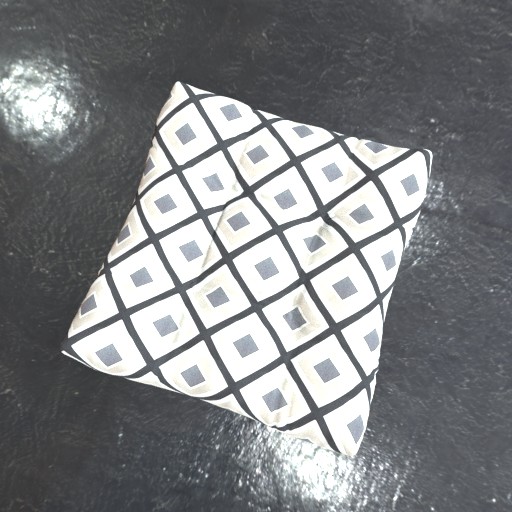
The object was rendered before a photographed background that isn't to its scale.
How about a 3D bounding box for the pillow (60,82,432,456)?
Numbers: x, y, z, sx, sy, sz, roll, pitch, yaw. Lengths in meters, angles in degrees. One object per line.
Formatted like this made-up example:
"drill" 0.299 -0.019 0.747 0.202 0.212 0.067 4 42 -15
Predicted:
"pillow" 0.000 0.000 0.719 0.468 0.128 0.490 18 77 4
